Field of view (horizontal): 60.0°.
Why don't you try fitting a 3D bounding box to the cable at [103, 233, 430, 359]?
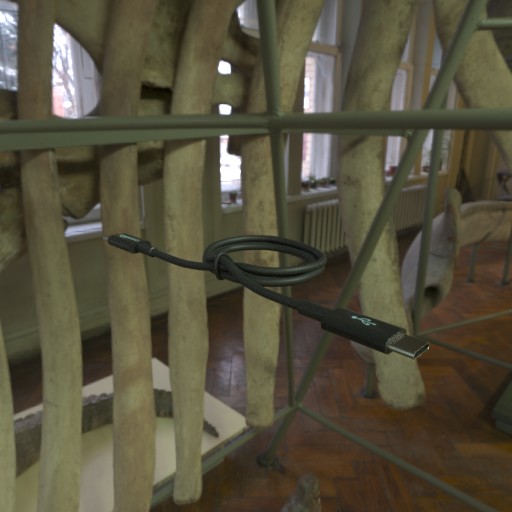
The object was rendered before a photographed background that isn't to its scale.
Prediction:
[{"bbox_3d":[0.000,0.000,0.226,0.203,0.014,0.070,16,23,42],"label":"cable"}]
